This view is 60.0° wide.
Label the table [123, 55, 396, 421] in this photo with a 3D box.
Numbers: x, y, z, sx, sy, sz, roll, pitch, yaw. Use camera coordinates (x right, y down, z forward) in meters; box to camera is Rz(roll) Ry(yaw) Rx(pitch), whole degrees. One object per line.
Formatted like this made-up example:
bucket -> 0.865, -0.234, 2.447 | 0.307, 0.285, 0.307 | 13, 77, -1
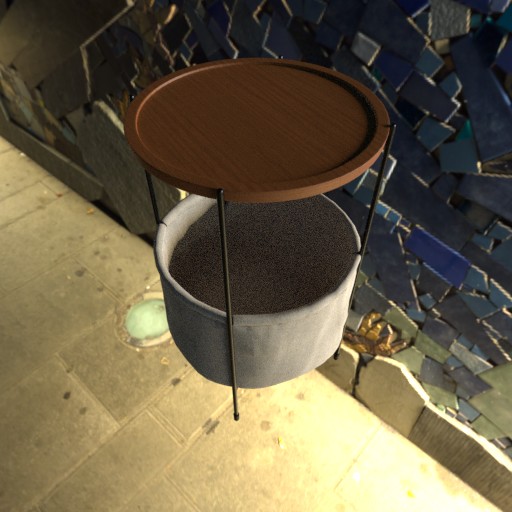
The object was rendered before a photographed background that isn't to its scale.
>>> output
table -> 0.000, 0.000, 0.878 | 0.393, 0.623, 0.393 | -25, 51, -22
